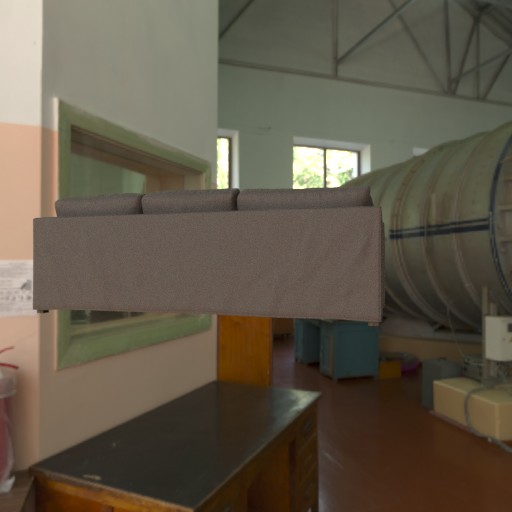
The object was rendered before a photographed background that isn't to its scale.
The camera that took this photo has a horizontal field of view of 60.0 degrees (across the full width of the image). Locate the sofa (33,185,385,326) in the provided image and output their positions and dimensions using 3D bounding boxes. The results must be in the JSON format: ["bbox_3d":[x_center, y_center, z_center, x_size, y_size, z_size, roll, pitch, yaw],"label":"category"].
[{"bbox_3d":[0.000,0.000,4.352,2.432,0.871,3.182,0,-1,16],"label":"sofa"}]
